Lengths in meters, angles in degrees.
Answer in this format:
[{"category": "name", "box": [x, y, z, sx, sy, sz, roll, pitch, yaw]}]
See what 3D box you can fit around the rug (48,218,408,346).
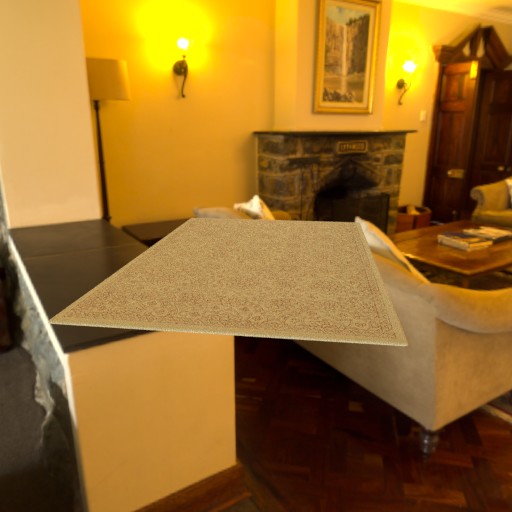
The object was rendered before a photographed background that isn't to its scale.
[{"category": "rug", "box": [0.000, 0.000, 2.333, 1.219, 0.010, 1.829, 2, 17, 8]}]
